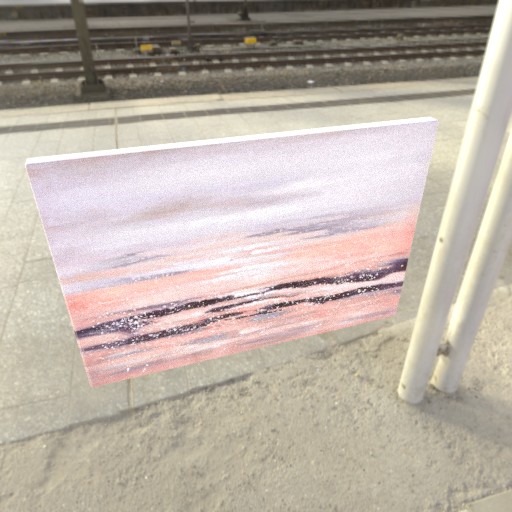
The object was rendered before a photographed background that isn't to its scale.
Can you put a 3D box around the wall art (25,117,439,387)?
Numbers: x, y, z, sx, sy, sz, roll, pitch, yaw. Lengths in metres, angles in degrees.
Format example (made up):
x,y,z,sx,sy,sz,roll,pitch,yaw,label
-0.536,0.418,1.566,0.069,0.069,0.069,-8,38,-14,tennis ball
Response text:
x,y,z,sx,sy,sz,roll,pitch,yaw,label
0.000,0.000,1.119,0.913,0.609,0.038,-10,34,-15,wall art
